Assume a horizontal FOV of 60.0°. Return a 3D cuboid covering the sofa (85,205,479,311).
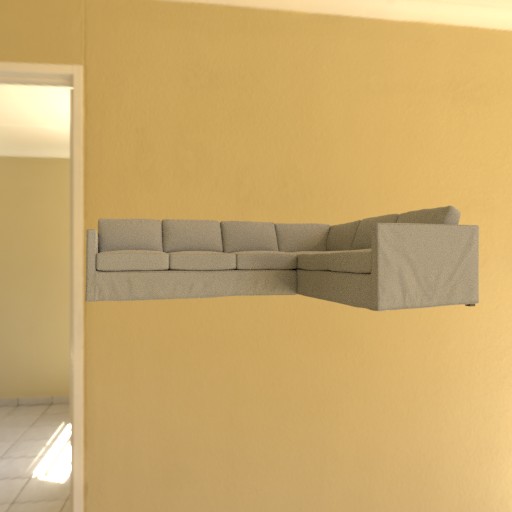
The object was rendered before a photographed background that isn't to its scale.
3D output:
[{"bbox_3d":[0.000,0.000,4.380,3.182,0.871,2.432,0,0,-18],"label":"sofa"}]
